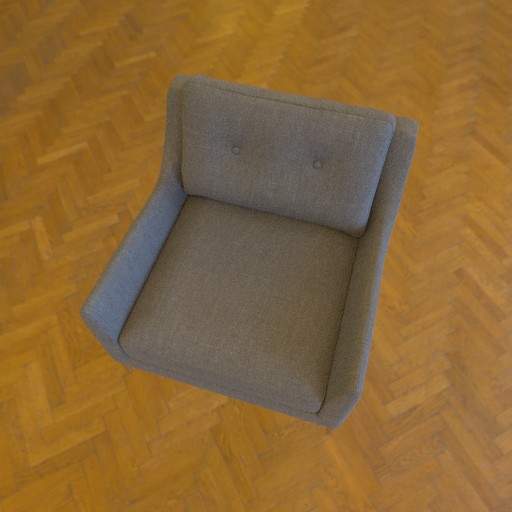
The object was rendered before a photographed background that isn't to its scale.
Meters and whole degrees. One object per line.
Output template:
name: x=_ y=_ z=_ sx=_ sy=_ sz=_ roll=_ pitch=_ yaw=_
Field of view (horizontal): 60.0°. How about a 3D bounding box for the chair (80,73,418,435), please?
chair: x=0.000 y=0.000 z=1.514 sx=0.847 sy=0.828 sz=0.849 roll=14 pitch=59 yaw=9
